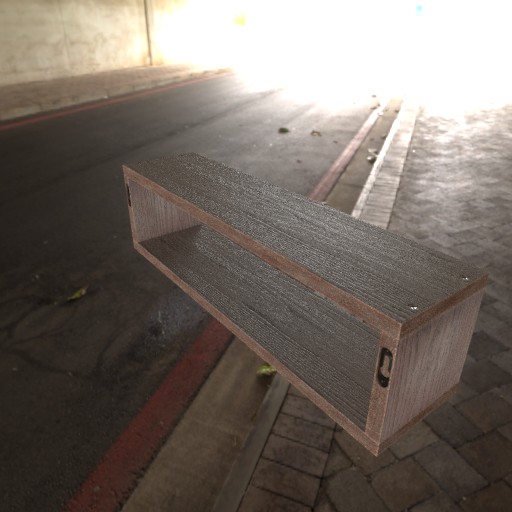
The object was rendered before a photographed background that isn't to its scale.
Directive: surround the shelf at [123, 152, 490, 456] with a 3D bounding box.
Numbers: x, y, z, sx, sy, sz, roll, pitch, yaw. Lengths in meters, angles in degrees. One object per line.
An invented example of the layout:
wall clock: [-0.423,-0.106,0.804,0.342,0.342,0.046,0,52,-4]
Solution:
shelf: [0.000,0.000,0.677,0.150,0.170,0.610,-20,33,-32]
